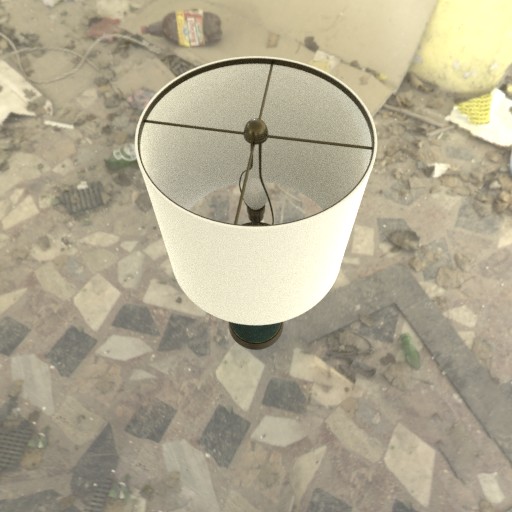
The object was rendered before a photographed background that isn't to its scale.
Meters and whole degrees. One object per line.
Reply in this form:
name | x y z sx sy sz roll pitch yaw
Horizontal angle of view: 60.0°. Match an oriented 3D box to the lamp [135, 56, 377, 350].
lamp | 0.000 0.000 0.811 0.301 0.630 0.301 -31 64 -18
